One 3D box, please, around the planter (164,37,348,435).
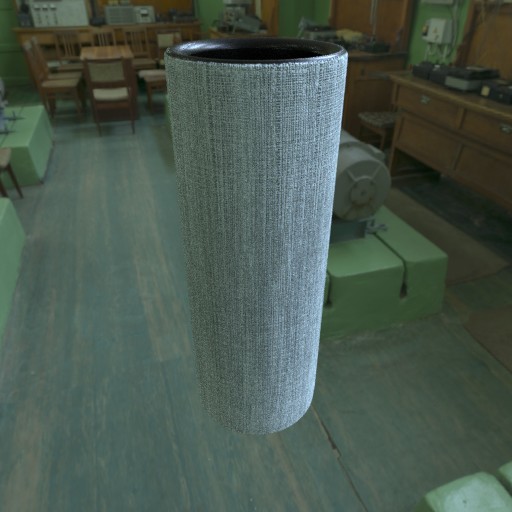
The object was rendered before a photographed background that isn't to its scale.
[{"bbox_3d":[0.000,0.000,0.315,0.100,0.270,0.100,-10,34,-16],"label":"planter"}]
